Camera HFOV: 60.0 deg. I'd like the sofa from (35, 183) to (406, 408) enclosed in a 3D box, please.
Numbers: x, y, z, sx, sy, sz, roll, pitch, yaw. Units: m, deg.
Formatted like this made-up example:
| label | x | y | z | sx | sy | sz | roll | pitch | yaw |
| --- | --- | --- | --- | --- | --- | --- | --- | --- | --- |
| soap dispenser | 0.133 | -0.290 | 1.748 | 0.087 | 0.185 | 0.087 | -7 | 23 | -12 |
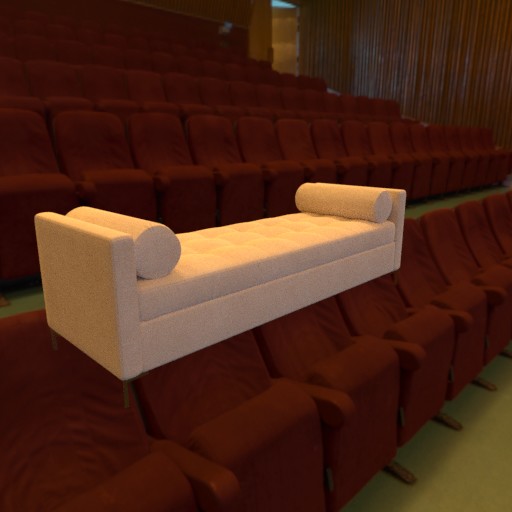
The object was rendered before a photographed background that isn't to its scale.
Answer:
| label | x | y | z | sx | sy | sz | roll | pitch | yaw |
| --- | --- | --- | --- | --- | --- | --- | --- | --- | --- |
| sofa | 0.000 | 0.000 | 2.387 | 0.686 | 0.635 | 1.981 | 14 | 20 | 43 |
